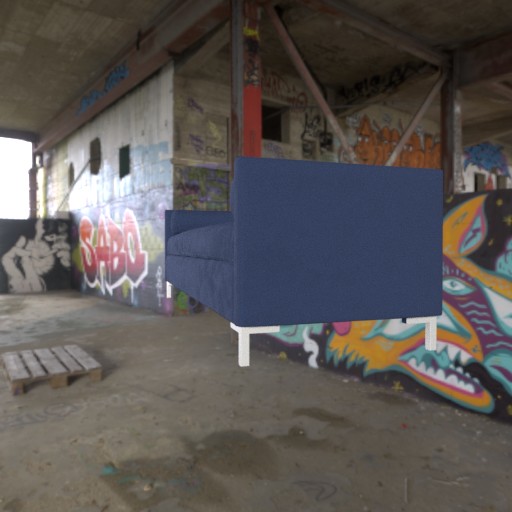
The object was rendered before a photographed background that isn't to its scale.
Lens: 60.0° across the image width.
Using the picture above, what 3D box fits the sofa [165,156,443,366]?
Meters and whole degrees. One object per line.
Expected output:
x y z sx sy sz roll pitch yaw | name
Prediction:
0.000 0.000 2.466 0.797 0.657 2.102 0 1 -18 | sofa
